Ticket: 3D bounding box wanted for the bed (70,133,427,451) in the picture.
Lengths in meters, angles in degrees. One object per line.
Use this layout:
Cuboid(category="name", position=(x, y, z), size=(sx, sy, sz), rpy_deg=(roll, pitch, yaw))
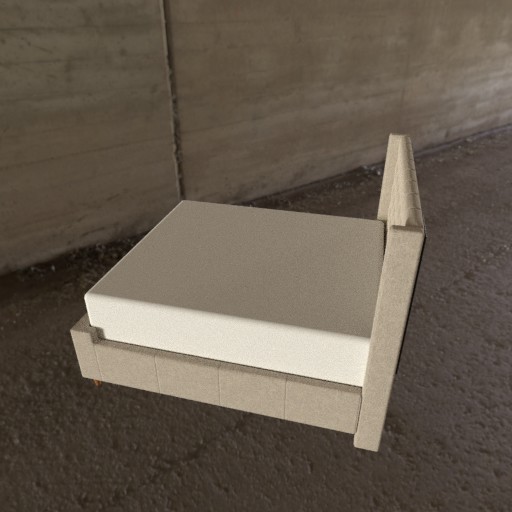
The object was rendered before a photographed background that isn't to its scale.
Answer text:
Cuboid(category="bed", position=(0.000, 0.000, 3.806), size=(2.370, 1.743, 2.045), rpy_deg=(7, 31, 13))
